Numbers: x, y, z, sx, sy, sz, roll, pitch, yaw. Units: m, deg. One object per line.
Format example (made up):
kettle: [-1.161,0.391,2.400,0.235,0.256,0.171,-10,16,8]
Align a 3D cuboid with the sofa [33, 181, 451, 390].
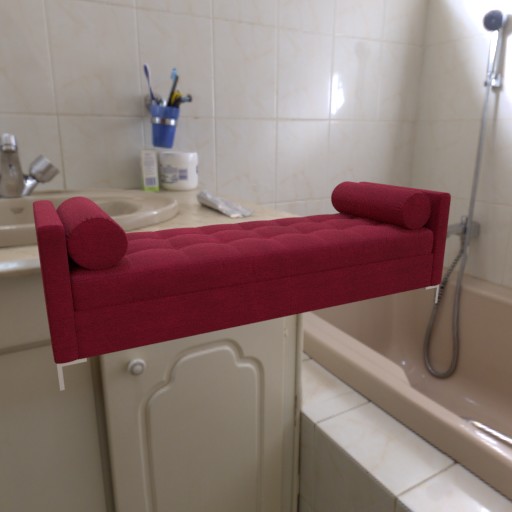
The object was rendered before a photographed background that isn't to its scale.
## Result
sofa: [0.000,0.000,2.271,1.981,0.635,0.686,-8,17,-26]
